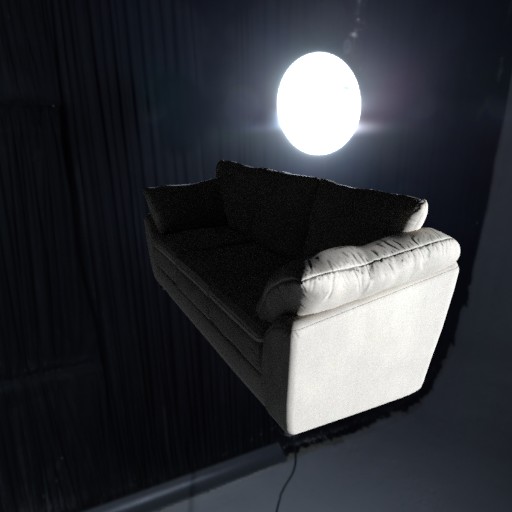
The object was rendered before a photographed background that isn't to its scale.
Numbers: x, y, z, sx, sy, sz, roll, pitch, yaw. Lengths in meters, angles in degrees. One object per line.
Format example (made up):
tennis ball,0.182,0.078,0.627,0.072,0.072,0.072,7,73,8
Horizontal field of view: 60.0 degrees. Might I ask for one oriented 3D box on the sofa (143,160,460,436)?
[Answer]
sofa,0.000,0.000,2.740,0.878,0.996,2.334,-8,19,-26
